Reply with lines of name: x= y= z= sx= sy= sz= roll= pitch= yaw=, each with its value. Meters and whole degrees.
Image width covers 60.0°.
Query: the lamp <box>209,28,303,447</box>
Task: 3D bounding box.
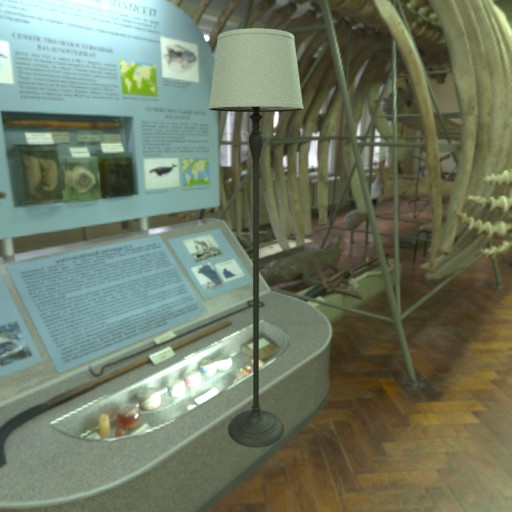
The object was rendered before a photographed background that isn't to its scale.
lamp: x=0.000 y=0.000 z=1.670 sx=0.327 sy=1.506 sz=0.327 roll=2 pitch=15 yaw=9
